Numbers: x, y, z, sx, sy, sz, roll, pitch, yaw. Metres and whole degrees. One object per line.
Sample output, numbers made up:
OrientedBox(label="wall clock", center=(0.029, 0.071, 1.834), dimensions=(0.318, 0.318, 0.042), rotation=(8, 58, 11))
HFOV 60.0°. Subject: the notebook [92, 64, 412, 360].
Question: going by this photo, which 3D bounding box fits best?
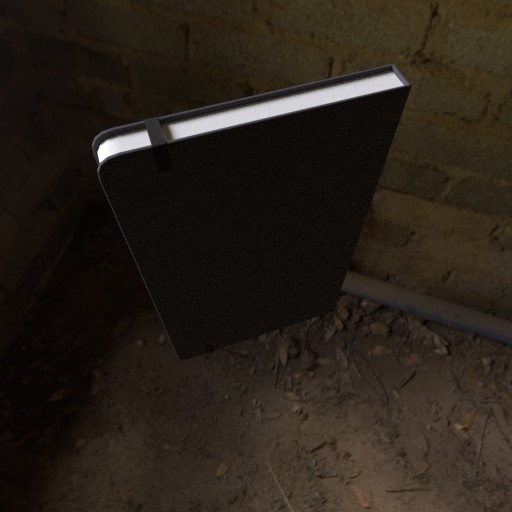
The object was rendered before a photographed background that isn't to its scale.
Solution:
OrientedBox(label="notebook", center=(0.000, 0.000, 0.259), dimensions=(0.127, 0.213, 0.016), rotation=(-16, 59, -10))
